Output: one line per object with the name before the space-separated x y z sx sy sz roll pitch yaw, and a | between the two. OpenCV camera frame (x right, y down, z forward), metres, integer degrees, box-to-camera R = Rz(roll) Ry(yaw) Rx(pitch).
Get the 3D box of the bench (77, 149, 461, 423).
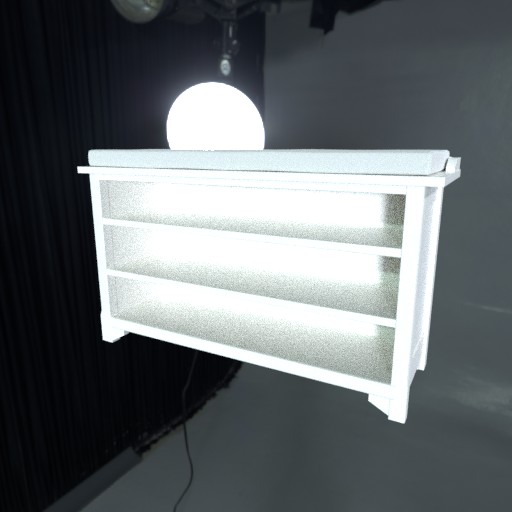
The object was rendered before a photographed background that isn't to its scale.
bench | 0.000 0.000 1.258 0.987 0.589 0.346 7 16 28
